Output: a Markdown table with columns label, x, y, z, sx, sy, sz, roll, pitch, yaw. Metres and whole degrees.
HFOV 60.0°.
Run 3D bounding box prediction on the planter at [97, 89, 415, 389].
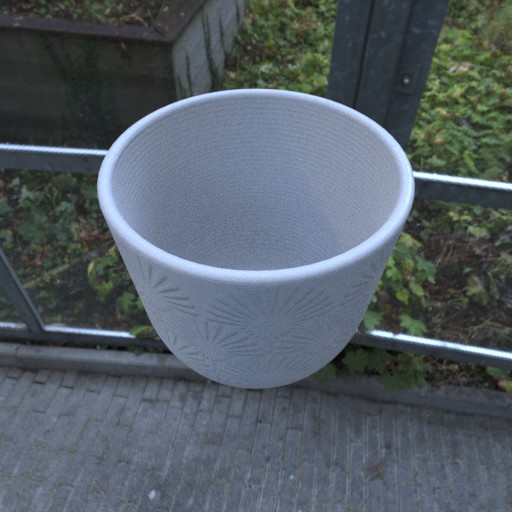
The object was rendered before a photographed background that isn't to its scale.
| label | x | y | z | sx | sy | sz | roll | pitch | yaw |
| --- | --- | --- | --- | --- | --- | --- | --- | --- | --- |
| planter | 0.000 | 0.000 | 0.297 | 0.170 | 0.152 | 0.170 | 0 | 47 | 0 |
